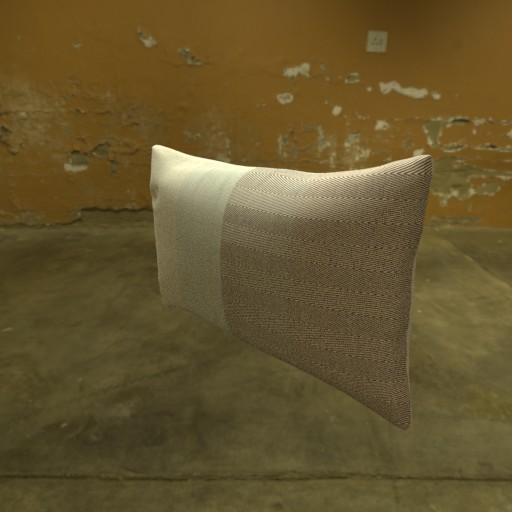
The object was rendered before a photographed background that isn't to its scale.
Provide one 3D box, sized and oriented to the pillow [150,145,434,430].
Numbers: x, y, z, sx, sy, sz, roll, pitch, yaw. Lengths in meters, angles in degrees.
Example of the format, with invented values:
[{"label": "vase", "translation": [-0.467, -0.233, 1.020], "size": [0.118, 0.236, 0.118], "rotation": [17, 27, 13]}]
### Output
[{"label": "pillow", "translation": [0.000, 0.000, 0.633], "size": [0.139, 0.305, 0.506], "rotation": [-15, 22, -41]}]
